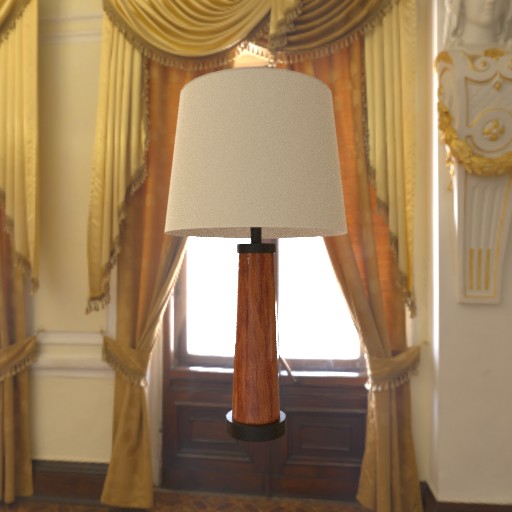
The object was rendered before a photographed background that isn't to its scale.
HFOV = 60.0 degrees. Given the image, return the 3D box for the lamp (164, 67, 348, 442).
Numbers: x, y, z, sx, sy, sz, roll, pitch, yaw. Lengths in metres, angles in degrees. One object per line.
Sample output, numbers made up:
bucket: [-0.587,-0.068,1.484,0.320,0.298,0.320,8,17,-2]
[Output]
lamp: [0.000,0.000,0.855,0.349,0.667,0.349,0,-1,0]
